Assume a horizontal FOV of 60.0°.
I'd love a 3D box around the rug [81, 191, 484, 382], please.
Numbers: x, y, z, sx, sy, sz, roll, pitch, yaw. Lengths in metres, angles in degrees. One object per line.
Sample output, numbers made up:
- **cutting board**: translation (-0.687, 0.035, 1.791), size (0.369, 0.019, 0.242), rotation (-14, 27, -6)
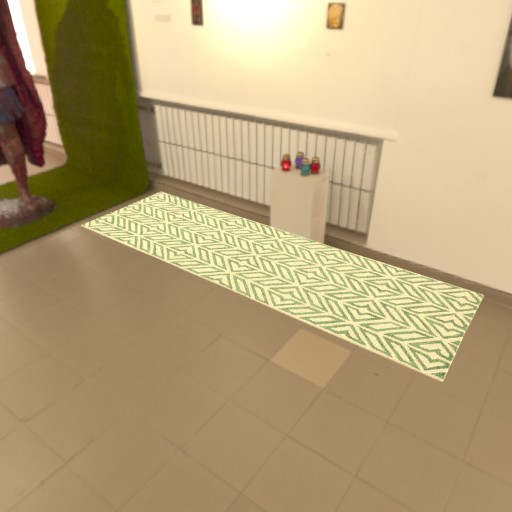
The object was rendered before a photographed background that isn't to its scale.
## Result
- **rug**: translation (0.000, 0.000, 2.697), size (2.435, 0.009, 0.750), rotation (20, 36, 30)
